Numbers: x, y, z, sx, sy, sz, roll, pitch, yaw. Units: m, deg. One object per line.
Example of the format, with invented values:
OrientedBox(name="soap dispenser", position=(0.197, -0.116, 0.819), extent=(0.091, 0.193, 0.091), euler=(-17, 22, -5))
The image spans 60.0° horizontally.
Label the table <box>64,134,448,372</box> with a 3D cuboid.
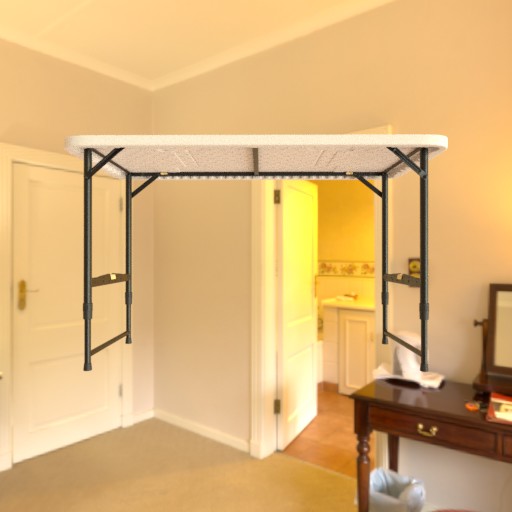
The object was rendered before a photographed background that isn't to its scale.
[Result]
OrientedBox(name="table", position=(0.000, 0.000, 1.645), extent=(1.219, 0.737, 0.610), euler=(0, 0, 1))
